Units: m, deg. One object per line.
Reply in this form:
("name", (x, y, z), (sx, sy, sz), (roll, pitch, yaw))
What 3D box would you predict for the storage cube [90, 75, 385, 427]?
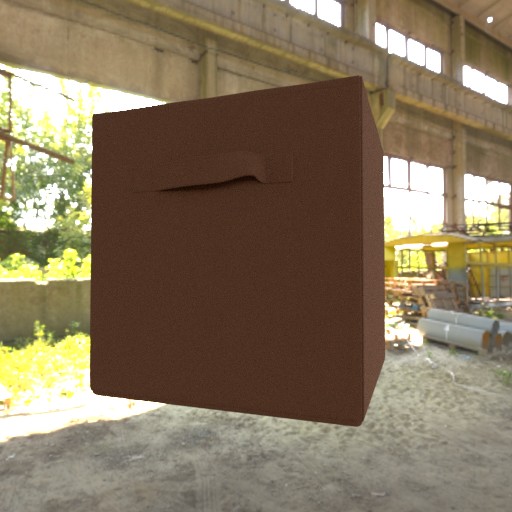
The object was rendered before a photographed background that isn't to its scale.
("storage cube", (0.000, 0.000, 0.504), (0.270, 0.280, 0.270), (-1, -2, 20))
